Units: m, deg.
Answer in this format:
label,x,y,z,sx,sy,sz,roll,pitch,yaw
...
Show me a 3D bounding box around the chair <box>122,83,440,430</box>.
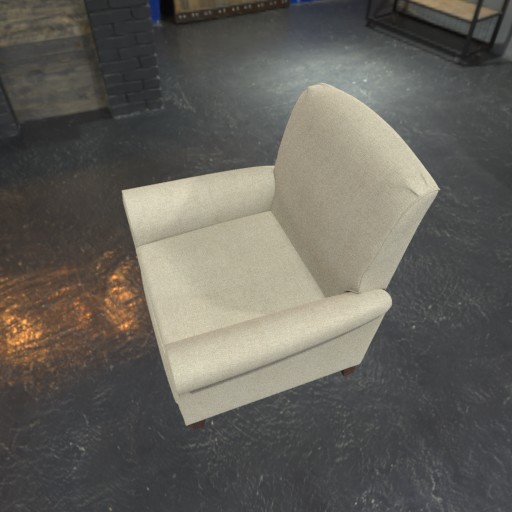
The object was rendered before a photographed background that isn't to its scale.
label,x,y,z,sx,sy,sz,roll,pitch,yaw
chair,0.000,0.000,1.753,0.905,1.061,0.978,-15,48,-14
